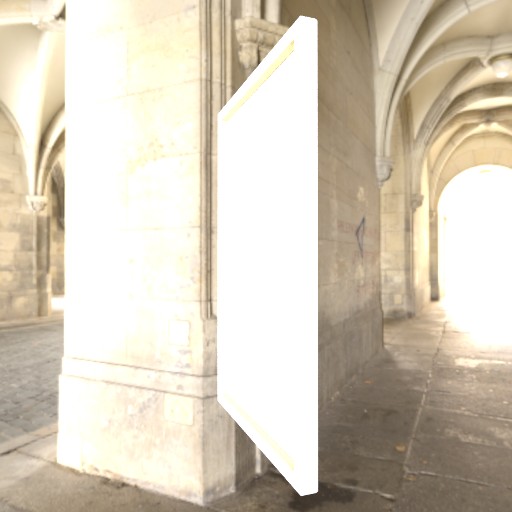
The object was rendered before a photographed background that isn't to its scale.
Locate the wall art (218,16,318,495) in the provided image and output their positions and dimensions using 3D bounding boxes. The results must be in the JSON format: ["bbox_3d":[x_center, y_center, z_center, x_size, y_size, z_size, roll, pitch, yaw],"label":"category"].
[{"bbox_3d":[0.000,0.000,1.135,0.038,0.912,0.607,0,-1,-20],"label":"wall art"}]
